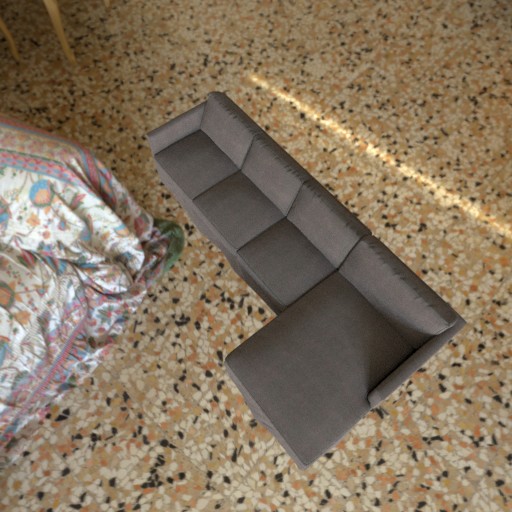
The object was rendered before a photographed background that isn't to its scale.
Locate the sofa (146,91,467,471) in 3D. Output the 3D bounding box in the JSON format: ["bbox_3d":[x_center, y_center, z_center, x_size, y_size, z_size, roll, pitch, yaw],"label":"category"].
[{"bbox_3d":[0.000,0.000,3.953,1.650,0.922,3.205,-35,67,-17],"label":"sofa"}]
